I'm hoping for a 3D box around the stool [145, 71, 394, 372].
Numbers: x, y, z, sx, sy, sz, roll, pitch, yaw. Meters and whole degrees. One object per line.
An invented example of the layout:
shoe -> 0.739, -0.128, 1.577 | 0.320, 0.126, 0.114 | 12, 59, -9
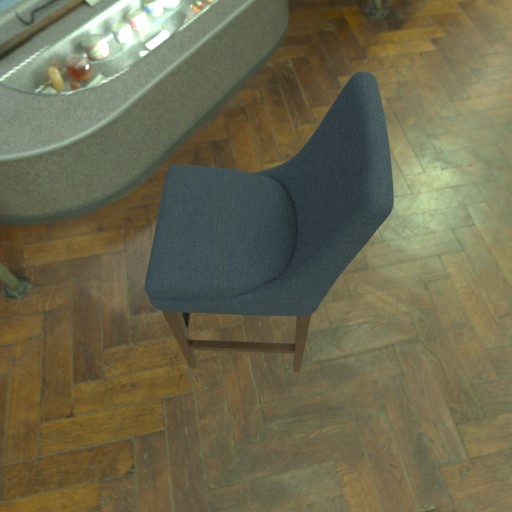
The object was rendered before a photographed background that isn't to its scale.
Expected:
stool -> 0.000, 0.000, 1.405 | 0.577, 1.078, 0.470 | 2, 59, 1
